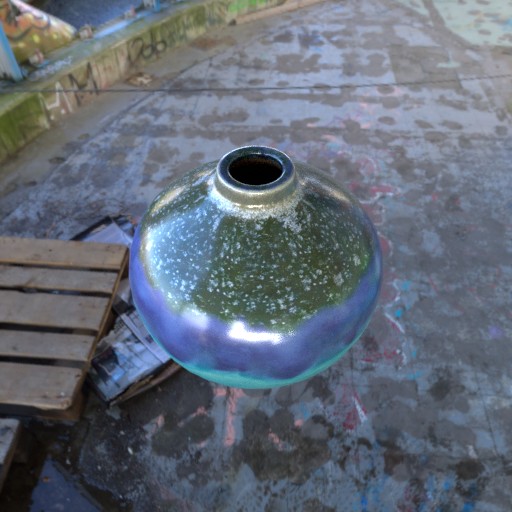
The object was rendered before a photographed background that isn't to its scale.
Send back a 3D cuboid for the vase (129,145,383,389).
[{"bbox_3d":[0.000,0.000,0.272,0.154,0.133,0.154,0,48,0],"label":"vase"}]
